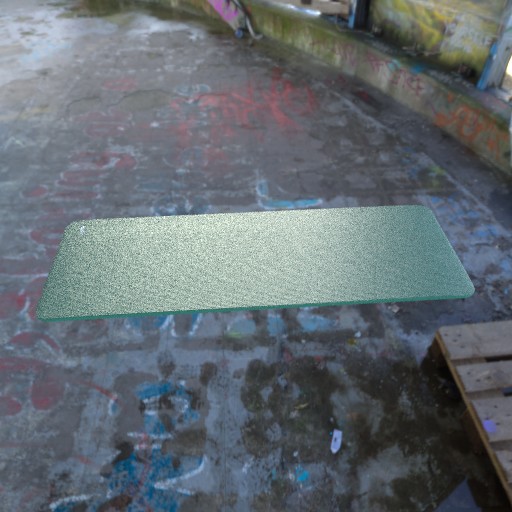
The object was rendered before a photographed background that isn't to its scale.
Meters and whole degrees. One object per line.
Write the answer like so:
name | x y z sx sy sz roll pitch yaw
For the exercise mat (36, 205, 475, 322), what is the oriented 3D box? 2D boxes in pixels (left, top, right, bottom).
exercise mat | 0.000 0.000 2.065 1.869 0.021 0.616 -3 45 -3
